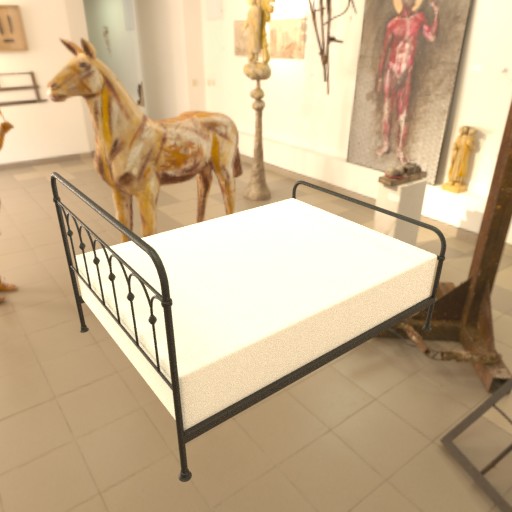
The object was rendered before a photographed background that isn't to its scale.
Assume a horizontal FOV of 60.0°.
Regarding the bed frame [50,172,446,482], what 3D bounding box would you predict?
[{"bbox_3d":[0.000,0.000,3.163,2.203,1.276,1.664,-19,32,-33],"label":"bed frame"}]
